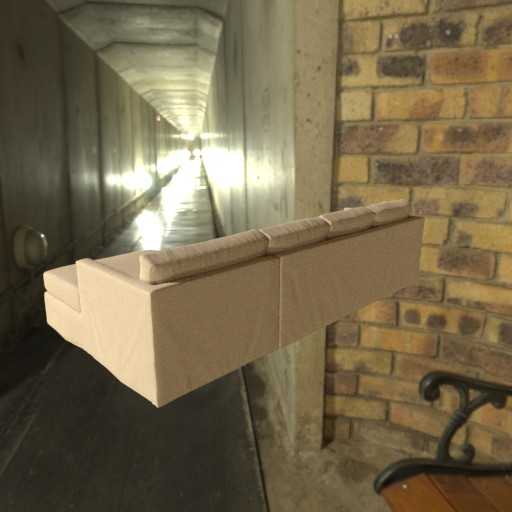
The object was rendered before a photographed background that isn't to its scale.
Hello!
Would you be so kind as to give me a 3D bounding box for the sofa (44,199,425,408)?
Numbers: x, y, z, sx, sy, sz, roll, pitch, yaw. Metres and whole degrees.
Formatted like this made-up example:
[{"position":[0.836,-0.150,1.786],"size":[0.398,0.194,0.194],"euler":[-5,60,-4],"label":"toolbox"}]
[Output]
[{"position":[0.000,0.000,3.984],"size":[3.206,0.871,1.622],"euler":[-15,21,-43],"label":"sofa"}]
